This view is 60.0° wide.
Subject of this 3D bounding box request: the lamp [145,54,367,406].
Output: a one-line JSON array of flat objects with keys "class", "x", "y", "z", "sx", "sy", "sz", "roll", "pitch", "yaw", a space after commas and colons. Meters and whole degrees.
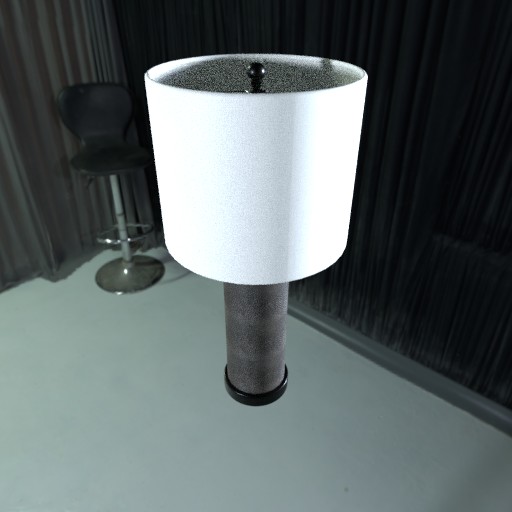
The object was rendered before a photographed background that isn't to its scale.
[{"class": "lamp", "x": 0.000, "y": 0.000, "z": 0.782, "sx": 0.305, "sy": 0.634, "sz": 0.305, "roll": 22, "pitch": 38, "yaw": 31}]
